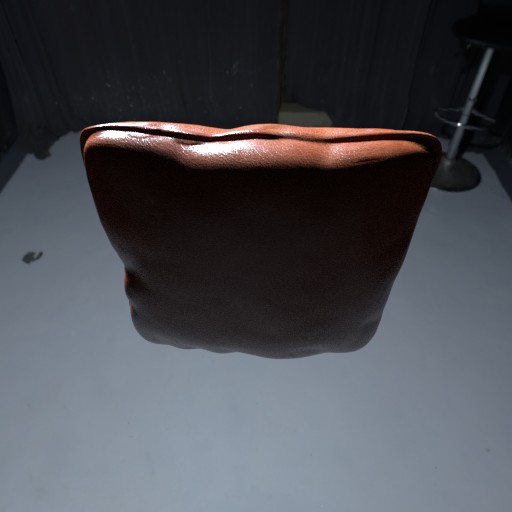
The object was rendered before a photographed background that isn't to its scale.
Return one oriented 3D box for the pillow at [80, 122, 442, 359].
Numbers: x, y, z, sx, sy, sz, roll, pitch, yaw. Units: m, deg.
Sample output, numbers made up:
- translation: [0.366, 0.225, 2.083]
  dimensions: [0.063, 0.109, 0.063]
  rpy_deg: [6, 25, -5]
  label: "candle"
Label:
- translation: [0.000, 0.000, 0.807]
  dimensions: [0.532, 0.523, 0.236]
  rpy_deg: [2, 46, 2]
  label: "pillow"
